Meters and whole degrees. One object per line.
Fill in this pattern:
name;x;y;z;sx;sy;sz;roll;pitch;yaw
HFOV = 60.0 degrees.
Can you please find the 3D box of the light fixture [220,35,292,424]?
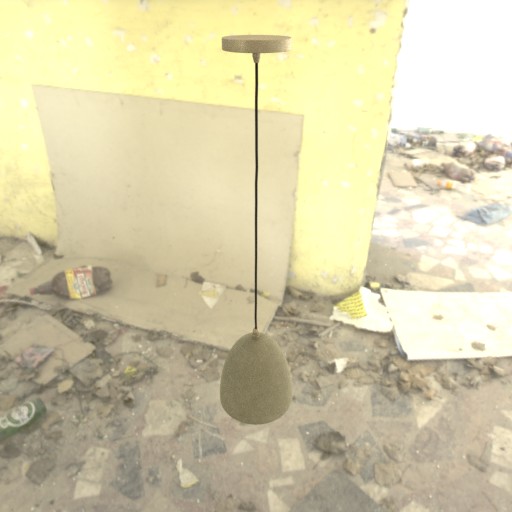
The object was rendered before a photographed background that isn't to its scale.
light fixture;0.000;0.000;0.856;0.170;0.759;0.170;21;36;32
